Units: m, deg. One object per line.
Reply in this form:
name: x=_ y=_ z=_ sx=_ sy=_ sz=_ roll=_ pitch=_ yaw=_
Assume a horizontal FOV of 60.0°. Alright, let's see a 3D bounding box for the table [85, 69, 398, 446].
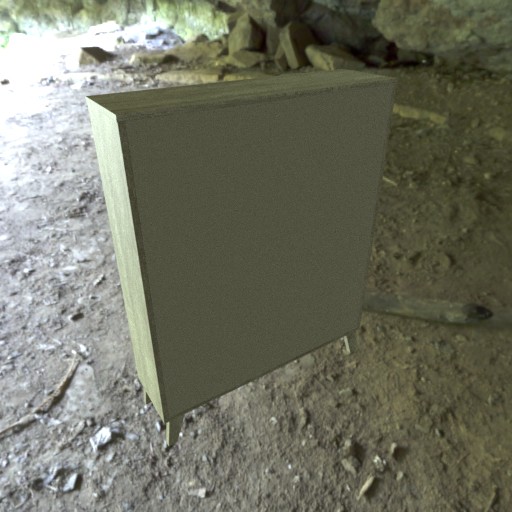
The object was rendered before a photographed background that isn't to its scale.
table: x=0.000 y=0.000 z=1.566 sx=0.902 sy=1.135 sz=0.256 roll=-18 pitch=35 yaw=-28
